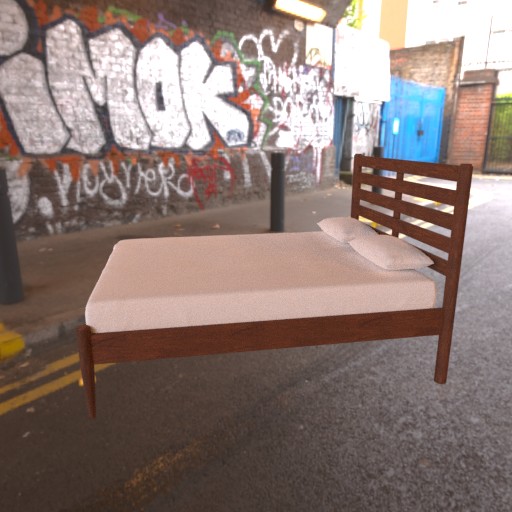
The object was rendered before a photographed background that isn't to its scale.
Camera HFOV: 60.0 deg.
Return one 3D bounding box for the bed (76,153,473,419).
[{"bbox_3d":[0.000,0.000,3.046,2.093,1.304,1.509,-3,15,-10],"label":"bed"}]
